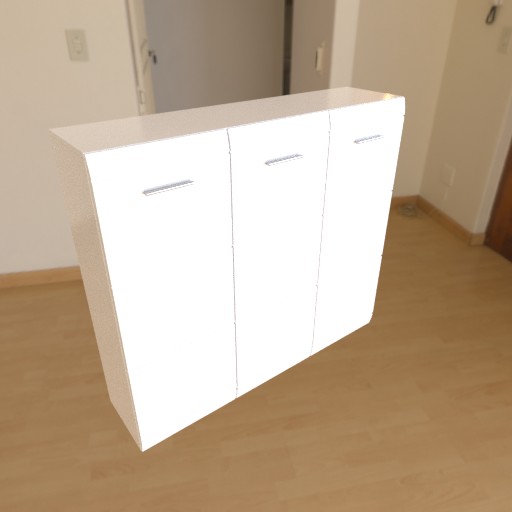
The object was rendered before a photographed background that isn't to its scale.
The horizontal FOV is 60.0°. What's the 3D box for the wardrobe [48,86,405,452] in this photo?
[{"bbox_3d":[0.000,0.000,1.894,1.340,1.200,0.360,-21,36,-32],"label":"wardrobe"}]
